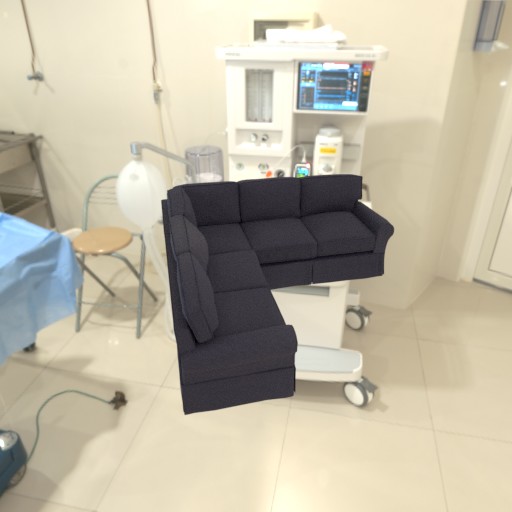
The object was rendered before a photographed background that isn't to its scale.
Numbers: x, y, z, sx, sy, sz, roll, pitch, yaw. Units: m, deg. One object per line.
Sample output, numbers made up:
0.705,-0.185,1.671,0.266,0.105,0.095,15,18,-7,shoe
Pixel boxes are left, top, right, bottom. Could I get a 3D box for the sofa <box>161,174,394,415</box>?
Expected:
0.000,0.000,5.009,2.874,1.169,3.773,9,30,16,sofa
